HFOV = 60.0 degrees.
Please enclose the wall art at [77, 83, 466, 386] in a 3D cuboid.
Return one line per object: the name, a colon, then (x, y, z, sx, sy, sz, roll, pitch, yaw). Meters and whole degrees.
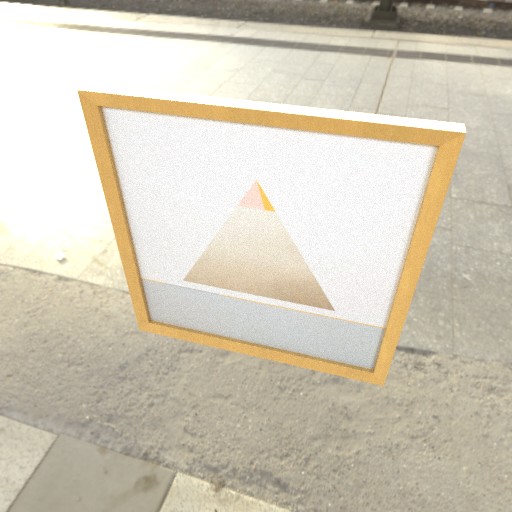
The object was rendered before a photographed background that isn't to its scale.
wall art: (0.000, 0.000, 2.798, 1.935, 1.936, 0.097, 10, 41, 12)
